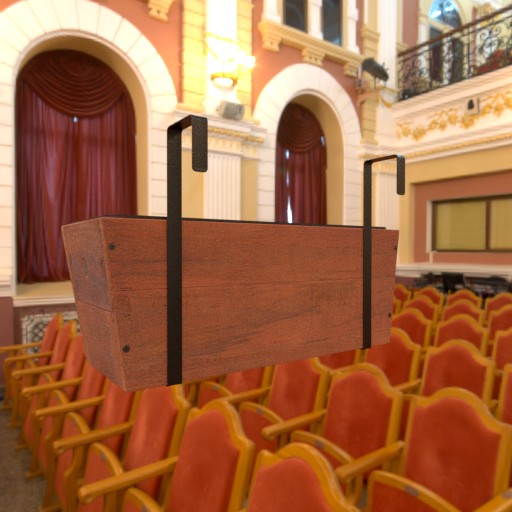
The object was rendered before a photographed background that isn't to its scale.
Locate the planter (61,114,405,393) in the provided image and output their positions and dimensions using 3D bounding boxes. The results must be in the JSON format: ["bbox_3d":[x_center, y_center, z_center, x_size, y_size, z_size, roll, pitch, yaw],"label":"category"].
[{"bbox_3d":[0.000,0.000,0.647,0.480,0.289,0.262,0,1,-35],"label":"planter"}]
